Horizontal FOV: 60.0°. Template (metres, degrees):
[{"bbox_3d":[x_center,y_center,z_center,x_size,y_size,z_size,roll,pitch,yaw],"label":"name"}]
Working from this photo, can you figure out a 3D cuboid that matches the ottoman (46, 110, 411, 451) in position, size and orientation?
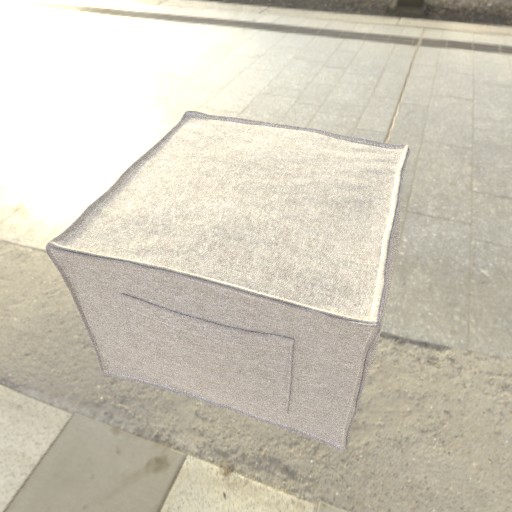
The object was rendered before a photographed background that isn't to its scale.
[{"bbox_3d":[0.000,0.000,1.189,0.707,0.470,0.696,12,43,13],"label":"ottoman"}]
